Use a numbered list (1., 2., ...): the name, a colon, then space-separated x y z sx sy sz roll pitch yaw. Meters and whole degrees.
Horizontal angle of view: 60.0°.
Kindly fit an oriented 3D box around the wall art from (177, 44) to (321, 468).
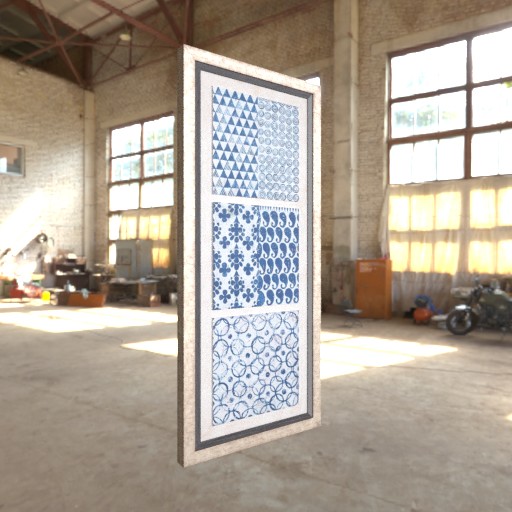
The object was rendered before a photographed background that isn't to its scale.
1. wall art: 0.000 0.000 1.734 0.648 1.461 0.051 0 0 -35
